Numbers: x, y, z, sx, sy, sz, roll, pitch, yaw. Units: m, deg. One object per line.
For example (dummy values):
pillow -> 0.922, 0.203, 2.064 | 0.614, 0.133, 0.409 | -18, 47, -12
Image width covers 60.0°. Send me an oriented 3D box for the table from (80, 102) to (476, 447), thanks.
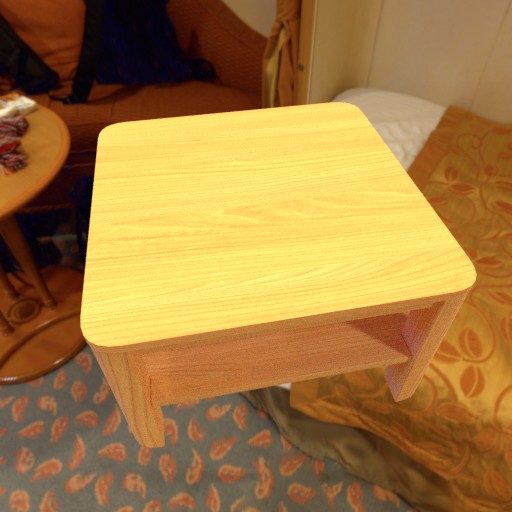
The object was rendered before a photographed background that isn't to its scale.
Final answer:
table -> 0.000, 0.000, 1.201 | 0.750, 0.450, 0.750 | -8, 47, -8
